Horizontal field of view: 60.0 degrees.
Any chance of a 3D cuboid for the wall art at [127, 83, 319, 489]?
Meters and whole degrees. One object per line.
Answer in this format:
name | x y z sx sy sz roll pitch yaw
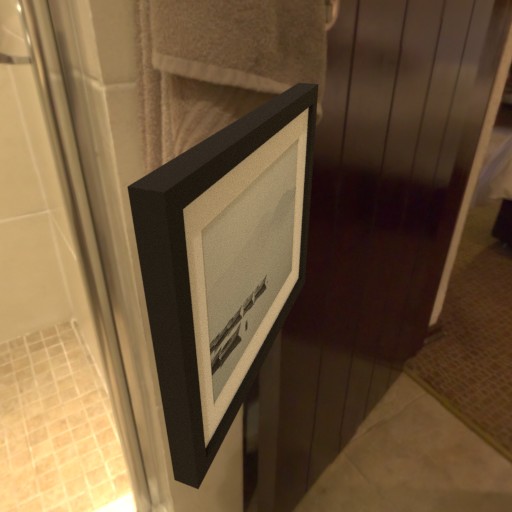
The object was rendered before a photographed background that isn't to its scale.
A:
wall art | 0.000 0.000 0.529 0.028 0.325 0.397 11 33 18
